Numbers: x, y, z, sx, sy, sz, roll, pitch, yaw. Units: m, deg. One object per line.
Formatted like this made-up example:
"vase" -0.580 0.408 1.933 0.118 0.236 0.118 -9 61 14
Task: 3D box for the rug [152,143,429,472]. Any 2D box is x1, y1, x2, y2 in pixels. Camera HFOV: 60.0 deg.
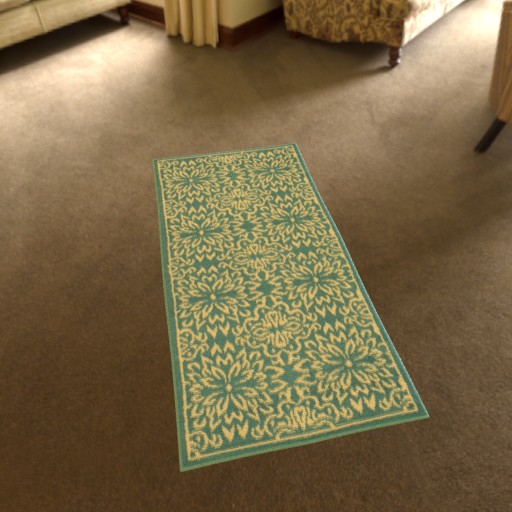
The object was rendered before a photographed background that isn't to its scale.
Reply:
"rug" 0.000 0.000 1.437 0.604 0.007 1.219 -9 48 -8
